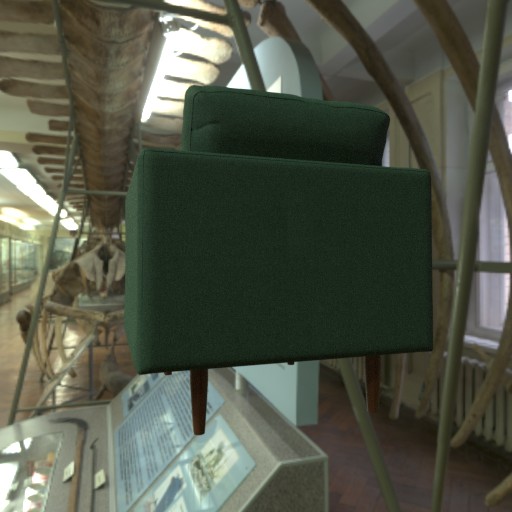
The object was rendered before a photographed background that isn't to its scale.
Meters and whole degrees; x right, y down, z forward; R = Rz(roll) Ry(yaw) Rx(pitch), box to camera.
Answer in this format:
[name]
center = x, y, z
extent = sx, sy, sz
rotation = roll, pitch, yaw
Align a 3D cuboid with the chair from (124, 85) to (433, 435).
[chair]
center = 0.000, 0.000, 1.534
extent = 0.855, 0.927, 0.800
rotation = 0, 0, -19
